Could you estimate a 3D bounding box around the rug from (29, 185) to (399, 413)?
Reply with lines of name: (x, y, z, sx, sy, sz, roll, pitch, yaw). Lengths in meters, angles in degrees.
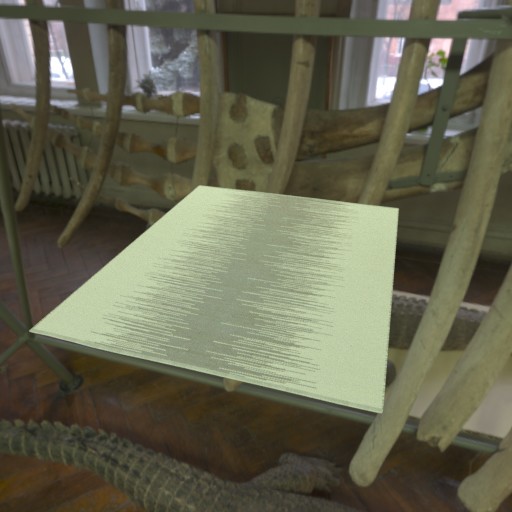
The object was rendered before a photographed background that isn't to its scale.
rug: (0.000, 0.000, 4.091, 2.453, 0.010, 3.037, 9, 31, 15)
